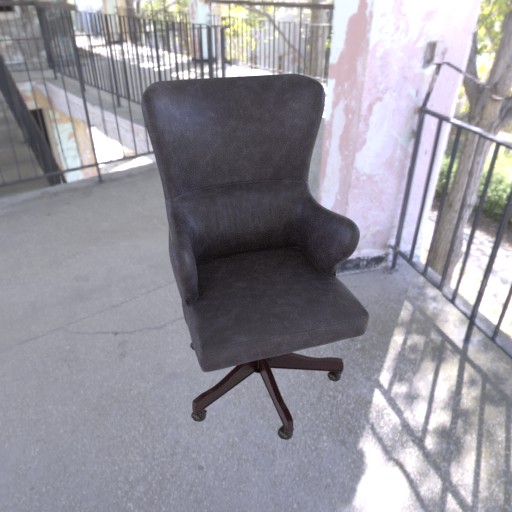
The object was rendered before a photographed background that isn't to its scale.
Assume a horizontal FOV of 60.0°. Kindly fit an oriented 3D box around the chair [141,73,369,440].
[{"bbox_3d":[0.000,0.000,1.485,0.594,1.037,0.717,-10,33,-15],"label":"chair"}]
